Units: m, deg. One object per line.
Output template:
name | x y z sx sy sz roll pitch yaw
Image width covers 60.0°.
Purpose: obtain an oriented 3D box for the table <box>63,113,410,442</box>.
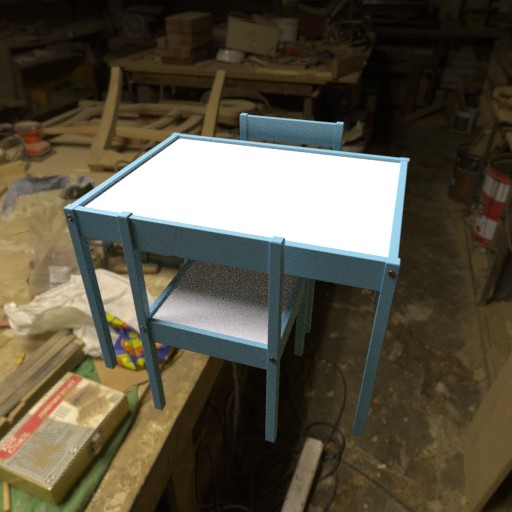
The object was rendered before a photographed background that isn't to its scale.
table | 0.000 0.000 1.090 0.639 0.503 0.633 10 35 15
